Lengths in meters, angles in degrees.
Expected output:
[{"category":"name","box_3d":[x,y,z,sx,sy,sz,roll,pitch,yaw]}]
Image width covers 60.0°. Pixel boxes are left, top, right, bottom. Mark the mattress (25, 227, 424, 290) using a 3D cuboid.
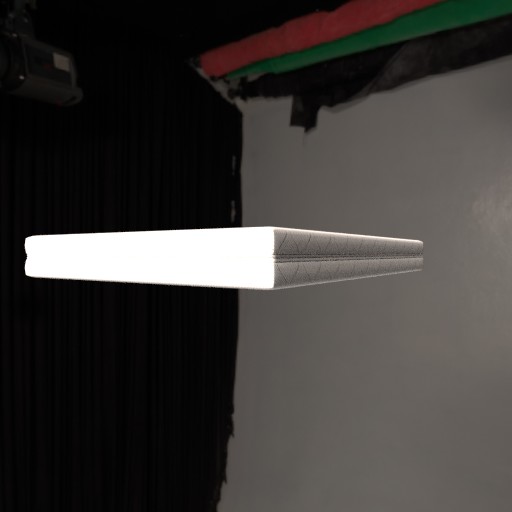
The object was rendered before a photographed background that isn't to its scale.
[{"category":"mattress","box_3d":[0.000,0.000,2.524,1.400,0.200,1.900,0,0,34]}]
